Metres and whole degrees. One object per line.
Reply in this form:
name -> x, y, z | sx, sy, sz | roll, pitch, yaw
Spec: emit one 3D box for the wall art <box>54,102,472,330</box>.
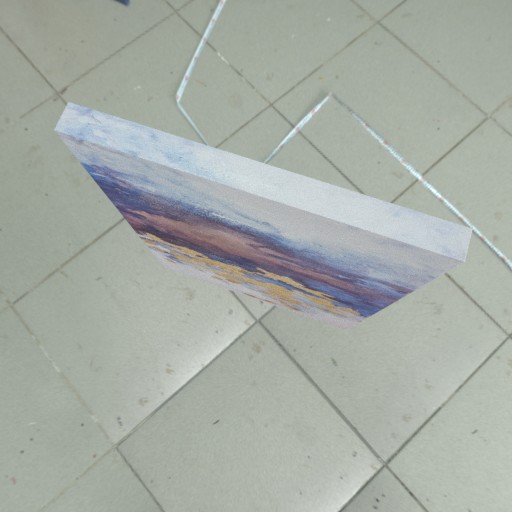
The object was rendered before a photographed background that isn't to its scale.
wall art -> 0.000, 0.000, 0.728 | 0.437, 0.581, 0.036 | 18, 75, 5
